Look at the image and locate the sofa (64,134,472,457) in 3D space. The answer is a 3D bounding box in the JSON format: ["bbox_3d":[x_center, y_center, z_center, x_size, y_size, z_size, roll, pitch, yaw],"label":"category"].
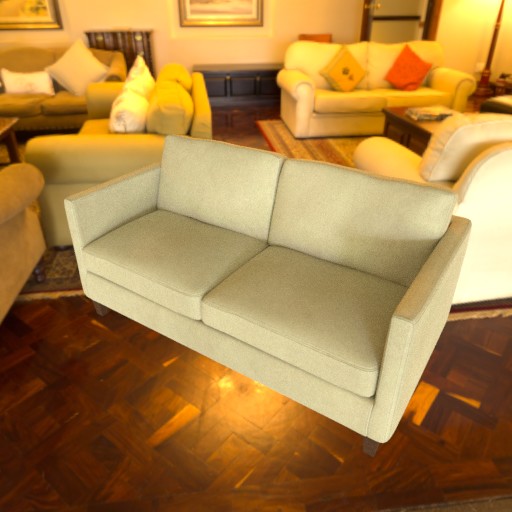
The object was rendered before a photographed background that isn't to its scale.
[{"bbox_3d":[0.000,0.000,2.305,1.846,0.940,0.950,19,35,29],"label":"sofa"}]
